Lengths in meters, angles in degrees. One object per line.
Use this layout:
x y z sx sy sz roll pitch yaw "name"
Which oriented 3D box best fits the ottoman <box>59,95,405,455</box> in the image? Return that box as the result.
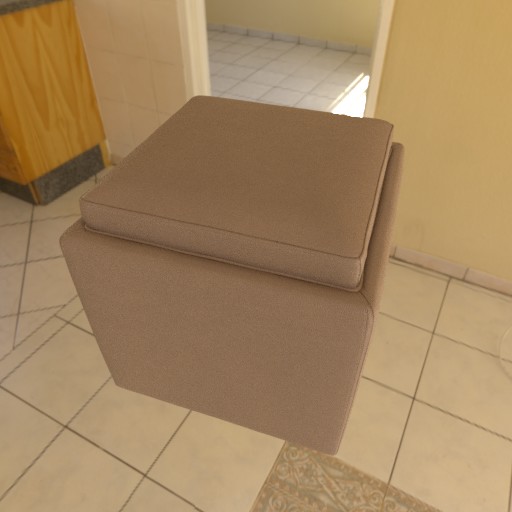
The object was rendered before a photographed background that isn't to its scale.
0.000 0.000 0.815 0.451 0.460 0.450 13 43 14 "ottoman"
